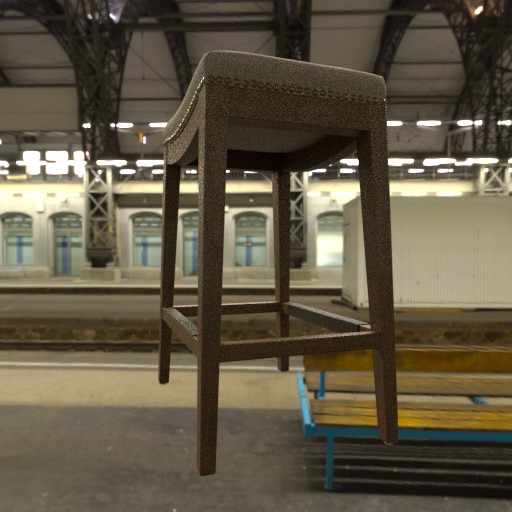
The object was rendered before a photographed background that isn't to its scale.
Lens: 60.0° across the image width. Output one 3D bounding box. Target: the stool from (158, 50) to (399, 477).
[{"bbox_3d":[0.000,0.000,0.955,0.356,0.660,0.508,0,1,-19],"label":"stool"}]
